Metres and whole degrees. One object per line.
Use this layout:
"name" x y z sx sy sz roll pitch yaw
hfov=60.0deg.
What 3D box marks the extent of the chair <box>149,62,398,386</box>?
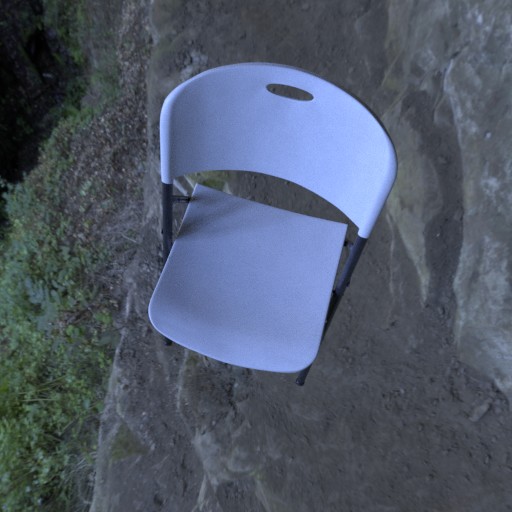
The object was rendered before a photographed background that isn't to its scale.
"chair" 0.000 0.000 1.167 0.494 0.810 0.566 16 75 4
